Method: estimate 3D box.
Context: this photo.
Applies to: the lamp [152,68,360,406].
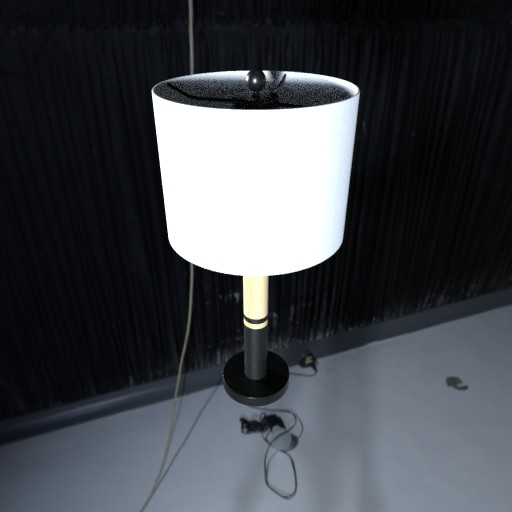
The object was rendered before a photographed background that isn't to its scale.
[{"bbox_3d":[0.000,0.000,0.814,0.305,0.640,0.305,-11,33,-18],"label":"lamp"}]
